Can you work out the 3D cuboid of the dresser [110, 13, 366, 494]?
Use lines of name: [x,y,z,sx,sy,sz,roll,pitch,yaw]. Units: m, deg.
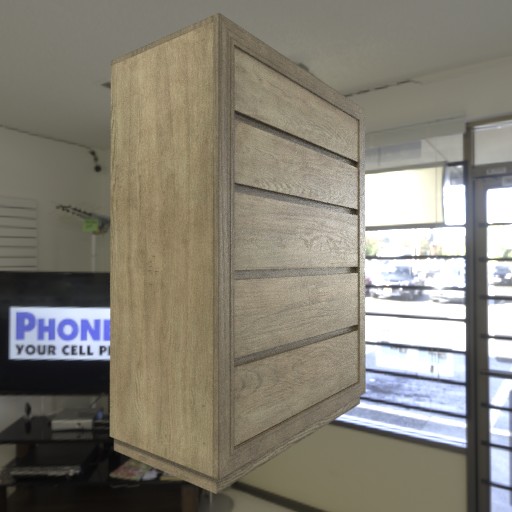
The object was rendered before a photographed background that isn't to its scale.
dresser: [0.000,0.000,1.711,0.483,1.295,0.967,0,-1,37]
